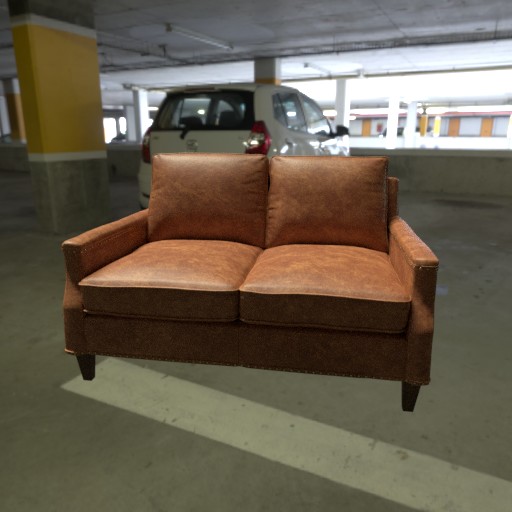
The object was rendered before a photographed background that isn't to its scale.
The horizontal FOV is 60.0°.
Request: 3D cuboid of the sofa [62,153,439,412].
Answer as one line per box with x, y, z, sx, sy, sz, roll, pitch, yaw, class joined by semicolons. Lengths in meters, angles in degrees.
0.000;0.000;2.287;1.597;1.003;1.084;3;16;9;sofa
